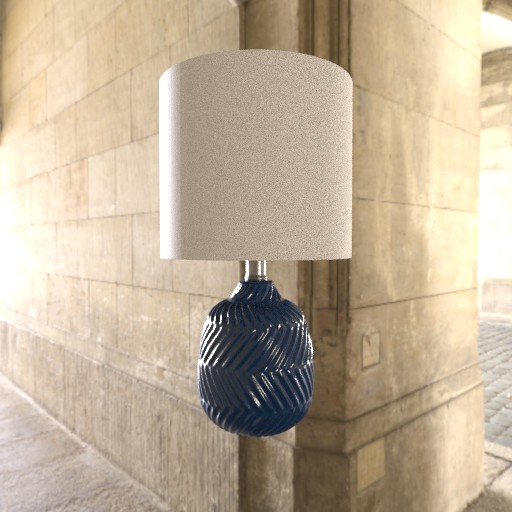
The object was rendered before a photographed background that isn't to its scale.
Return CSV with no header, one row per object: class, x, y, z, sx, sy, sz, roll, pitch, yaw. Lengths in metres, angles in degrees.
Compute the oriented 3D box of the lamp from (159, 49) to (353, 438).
lamp,0.000,0.000,0.482,0.203,0.368,0.203,0,2,0
